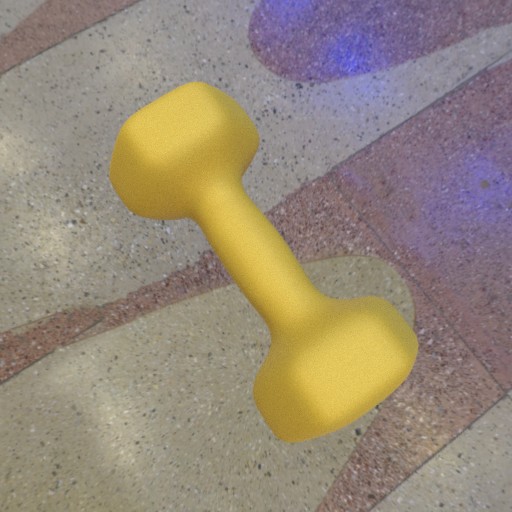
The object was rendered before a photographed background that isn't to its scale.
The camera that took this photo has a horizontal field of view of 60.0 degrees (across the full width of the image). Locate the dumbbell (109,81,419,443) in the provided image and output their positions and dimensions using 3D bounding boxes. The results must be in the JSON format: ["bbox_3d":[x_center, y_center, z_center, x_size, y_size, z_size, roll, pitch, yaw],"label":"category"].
[{"bbox_3d":[0.000,0.000,0.243,0.090,0.082,0.190,-33,78,-8],"label":"dumbbell"}]
